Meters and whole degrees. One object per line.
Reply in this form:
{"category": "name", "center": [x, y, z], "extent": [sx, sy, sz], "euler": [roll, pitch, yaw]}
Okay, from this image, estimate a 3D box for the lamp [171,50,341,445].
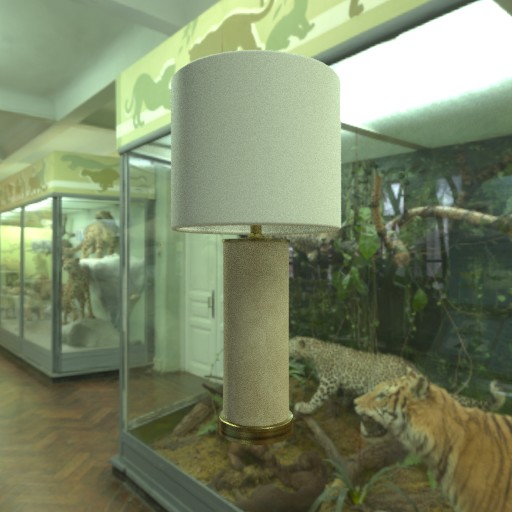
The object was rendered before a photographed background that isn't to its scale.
{"category": "lamp", "center": [0.000, 0.000, 0.810], "extent": [0.305, 0.634, 0.305], "euler": [0, 0, 18]}
